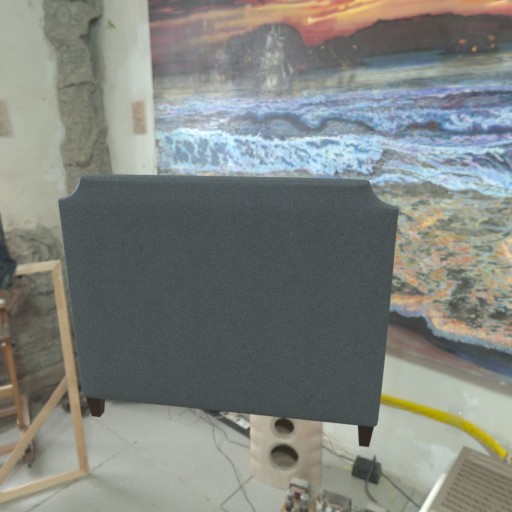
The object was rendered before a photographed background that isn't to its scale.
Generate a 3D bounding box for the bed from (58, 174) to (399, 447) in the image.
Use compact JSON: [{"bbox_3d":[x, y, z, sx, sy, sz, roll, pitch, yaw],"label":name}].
[{"bbox_3d":[0.000,0.000,3.408,1.712,1.443,2.372,3,16,9],"label":"bed"}]
